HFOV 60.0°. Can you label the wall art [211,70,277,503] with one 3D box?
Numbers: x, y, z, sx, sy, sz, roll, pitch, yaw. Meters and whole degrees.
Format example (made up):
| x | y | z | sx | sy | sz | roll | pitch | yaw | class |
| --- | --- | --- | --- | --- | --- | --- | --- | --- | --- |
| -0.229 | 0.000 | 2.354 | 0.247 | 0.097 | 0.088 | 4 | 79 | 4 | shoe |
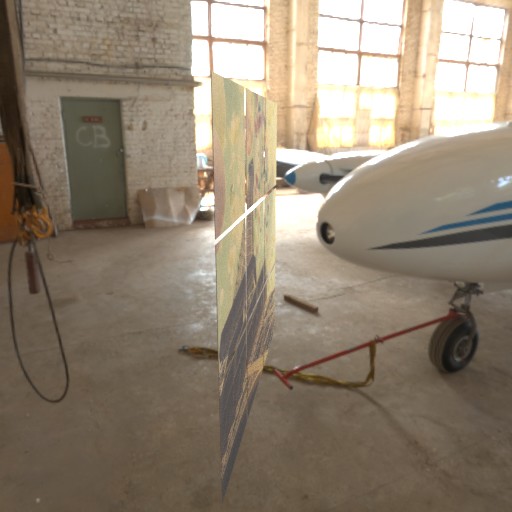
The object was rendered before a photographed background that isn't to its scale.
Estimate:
| x | y | z | sx | sy | sz | roll | pitch | yaw | class |
| --- | --- | --- | --- | --- | --- | --- | --- | --- | --- |
| 0.000 | 0.000 | 2.172 | 0.002 | 1.505 | 1.517 | 3 | 16 | 9 | wall art |
